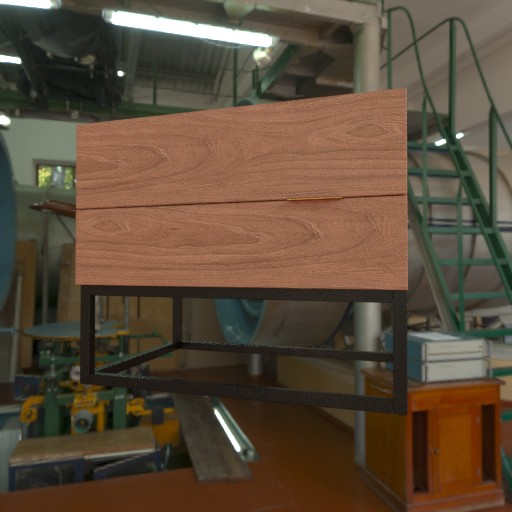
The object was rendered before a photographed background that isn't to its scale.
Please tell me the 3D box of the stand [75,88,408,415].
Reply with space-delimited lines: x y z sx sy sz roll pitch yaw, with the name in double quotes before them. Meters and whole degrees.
"stand" 0.000 0.000 0.942 0.600 0.500 0.420 0 -1 17
